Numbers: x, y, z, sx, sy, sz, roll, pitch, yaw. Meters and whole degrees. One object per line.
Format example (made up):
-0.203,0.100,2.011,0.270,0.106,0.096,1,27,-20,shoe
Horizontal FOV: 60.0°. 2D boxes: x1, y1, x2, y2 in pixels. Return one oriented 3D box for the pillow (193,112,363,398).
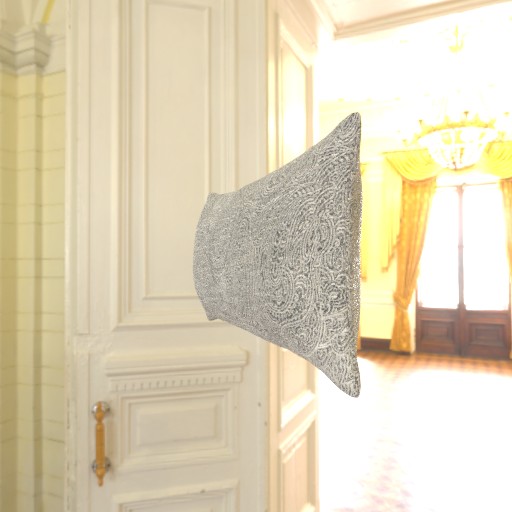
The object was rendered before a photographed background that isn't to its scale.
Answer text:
0.000,0.000,0.739,0.151,0.295,0.615,0,-1,-20,pillow
